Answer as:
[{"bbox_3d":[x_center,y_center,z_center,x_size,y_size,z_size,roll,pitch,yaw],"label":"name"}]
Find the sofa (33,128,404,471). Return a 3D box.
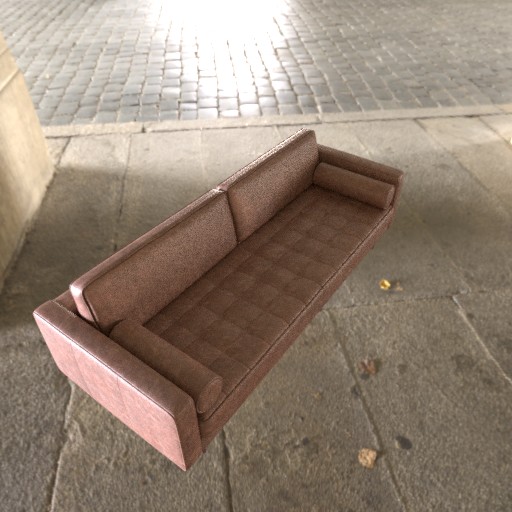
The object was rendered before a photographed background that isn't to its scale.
[{"bbox_3d":[0.000,0.000,2.578,0.914,0.762,2.210,25,46,27],"label":"sofa"}]
